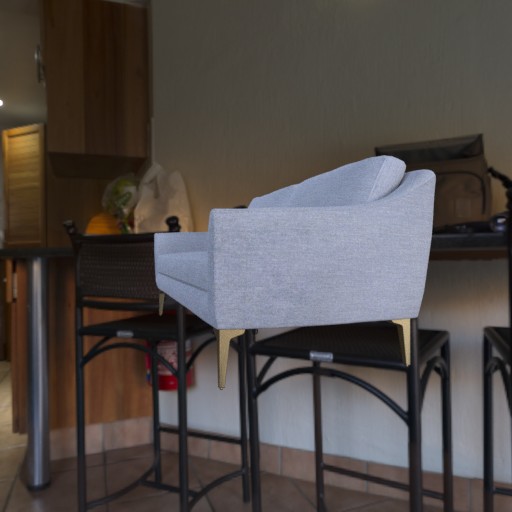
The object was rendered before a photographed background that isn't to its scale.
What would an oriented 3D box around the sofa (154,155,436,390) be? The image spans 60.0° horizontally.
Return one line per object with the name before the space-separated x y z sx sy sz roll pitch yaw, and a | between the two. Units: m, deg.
sofa | 0.000 0.000 2.584 0.980 0.913 2.036 0 0 -18
